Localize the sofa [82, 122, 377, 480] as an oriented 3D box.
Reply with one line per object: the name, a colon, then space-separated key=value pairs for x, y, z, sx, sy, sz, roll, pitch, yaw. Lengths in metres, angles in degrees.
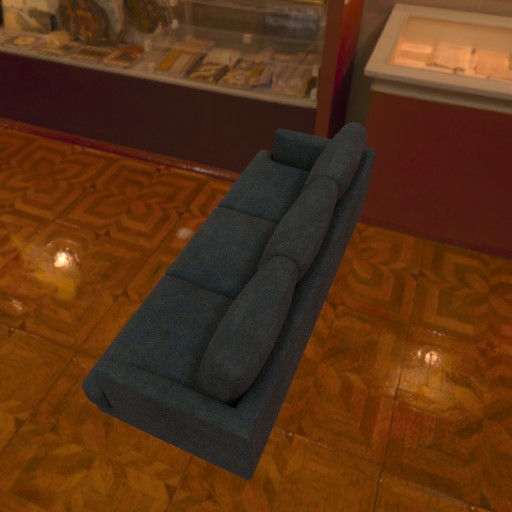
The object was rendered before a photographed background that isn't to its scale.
sofa: x=0.000 y=0.000 z=2.693 sx=0.903 sy=0.930 sz=2.246 roll=17 pitch=49 yaw=16
